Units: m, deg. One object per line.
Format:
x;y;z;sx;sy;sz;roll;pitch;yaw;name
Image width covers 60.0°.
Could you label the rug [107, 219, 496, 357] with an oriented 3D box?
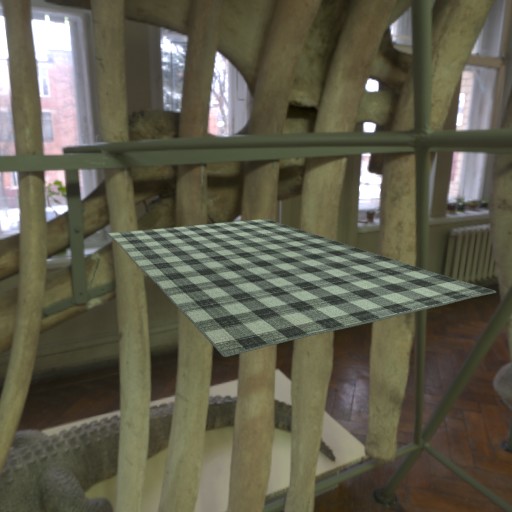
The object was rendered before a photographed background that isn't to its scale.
0.000;0.000;3.030;1.554;0.011;2.476;-8;17;-27;rug
